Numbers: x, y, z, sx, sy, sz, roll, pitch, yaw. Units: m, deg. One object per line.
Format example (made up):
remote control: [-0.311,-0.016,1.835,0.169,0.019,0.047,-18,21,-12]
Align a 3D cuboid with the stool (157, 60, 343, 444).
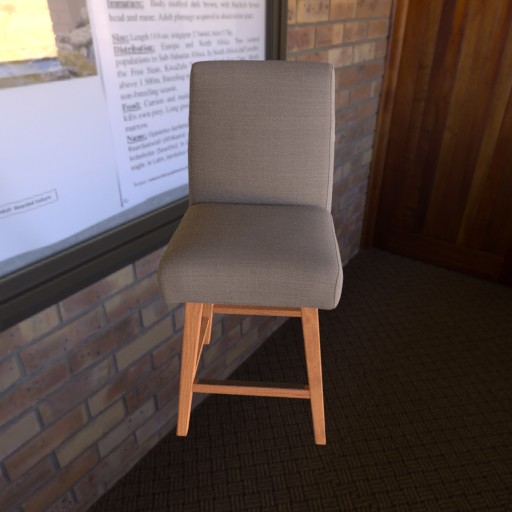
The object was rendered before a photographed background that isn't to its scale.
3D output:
stool: [0.000,0.000,1.318,0.459,1.019,0.570,2,30,4]
